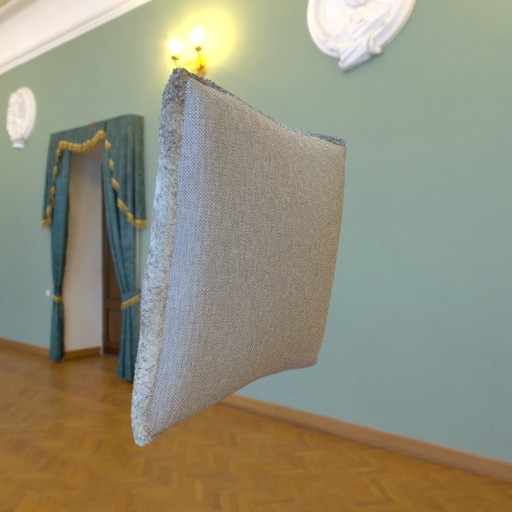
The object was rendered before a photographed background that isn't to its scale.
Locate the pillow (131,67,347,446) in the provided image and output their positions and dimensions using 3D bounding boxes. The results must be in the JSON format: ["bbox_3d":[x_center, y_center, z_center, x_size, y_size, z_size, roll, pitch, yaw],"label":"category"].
[{"bbox_3d":[0.000,0.000,0.802,0.218,0.515,0.529,1,1,34],"label":"pillow"}]
